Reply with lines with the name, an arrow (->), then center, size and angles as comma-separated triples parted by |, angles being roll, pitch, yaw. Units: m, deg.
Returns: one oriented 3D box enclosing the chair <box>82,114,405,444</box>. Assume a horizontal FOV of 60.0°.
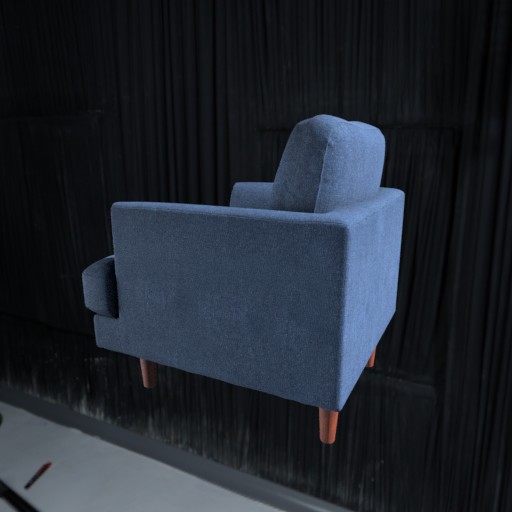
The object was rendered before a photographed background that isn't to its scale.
chair -> 0.000, 0.000, 1.630 | 0.899, 0.957, 0.858 | 7, 16, 26
